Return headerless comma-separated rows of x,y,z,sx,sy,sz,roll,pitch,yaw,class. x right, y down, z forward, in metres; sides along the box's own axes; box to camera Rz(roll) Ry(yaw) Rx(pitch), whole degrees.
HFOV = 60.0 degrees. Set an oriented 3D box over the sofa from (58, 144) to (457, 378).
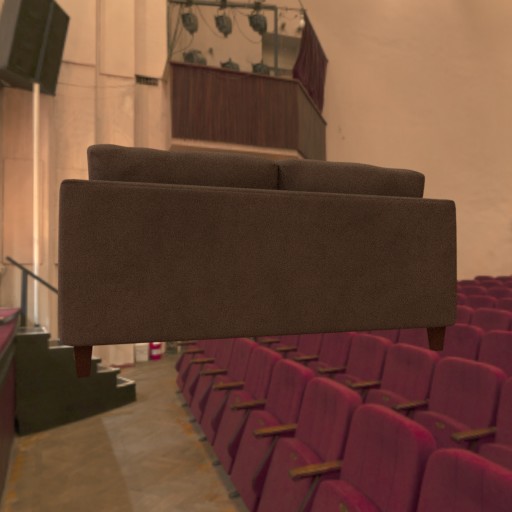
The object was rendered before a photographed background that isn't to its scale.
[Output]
0.000,0.000,2.397,1.884,0.963,0.950,0,-1,-18,sofa
